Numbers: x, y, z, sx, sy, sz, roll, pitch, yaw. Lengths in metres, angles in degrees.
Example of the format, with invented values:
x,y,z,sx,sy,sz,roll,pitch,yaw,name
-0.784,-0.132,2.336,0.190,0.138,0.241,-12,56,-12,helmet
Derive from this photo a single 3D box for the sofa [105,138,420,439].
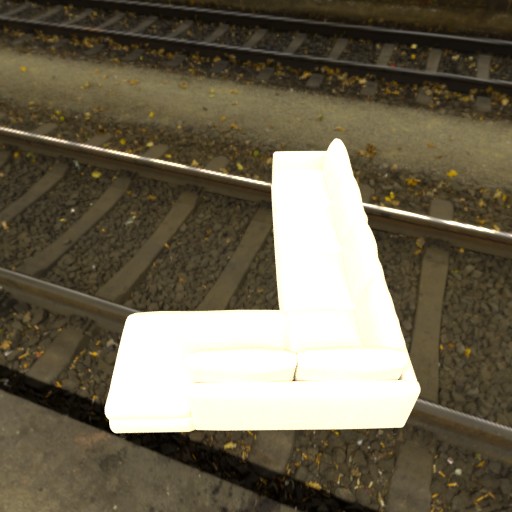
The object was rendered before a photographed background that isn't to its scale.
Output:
x,y,z,sx,sy,sz,roll,pitch,yaw,name
0.000,0.000,3.900,2.007,0.815,2.949,0,43,0,sofa
